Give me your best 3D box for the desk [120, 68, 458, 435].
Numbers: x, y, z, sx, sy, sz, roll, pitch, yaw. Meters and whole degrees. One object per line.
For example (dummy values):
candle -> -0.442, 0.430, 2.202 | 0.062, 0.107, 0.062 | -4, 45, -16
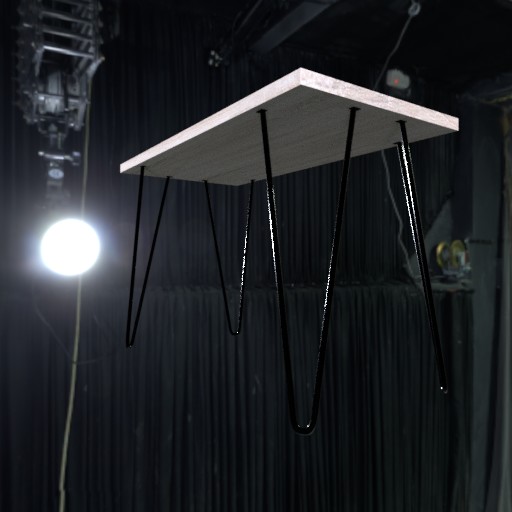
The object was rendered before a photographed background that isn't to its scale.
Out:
desk -> 0.000, 0.000, 1.330 | 0.499, 0.660, 0.991 | 0, 0, -35
